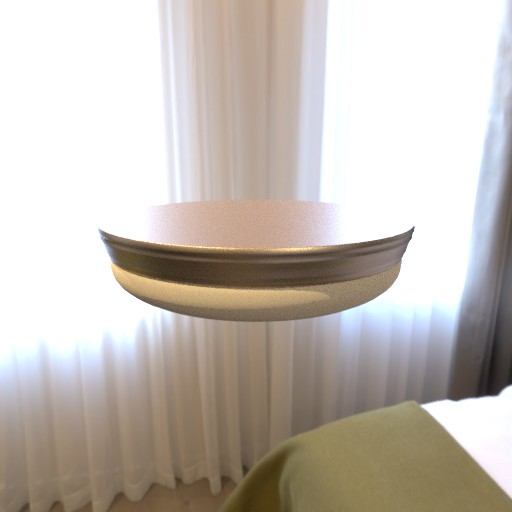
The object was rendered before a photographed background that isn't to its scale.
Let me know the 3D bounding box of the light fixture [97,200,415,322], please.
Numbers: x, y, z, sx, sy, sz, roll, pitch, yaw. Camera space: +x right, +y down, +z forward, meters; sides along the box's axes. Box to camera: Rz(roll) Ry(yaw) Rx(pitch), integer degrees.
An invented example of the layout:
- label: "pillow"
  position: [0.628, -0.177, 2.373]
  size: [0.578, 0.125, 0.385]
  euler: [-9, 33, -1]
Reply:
- label: "light fixture"
  position: [0.000, 0.000, 0.553]
  size: [0.368, 0.100, 0.368]
  euler: [0, 13, 0]
